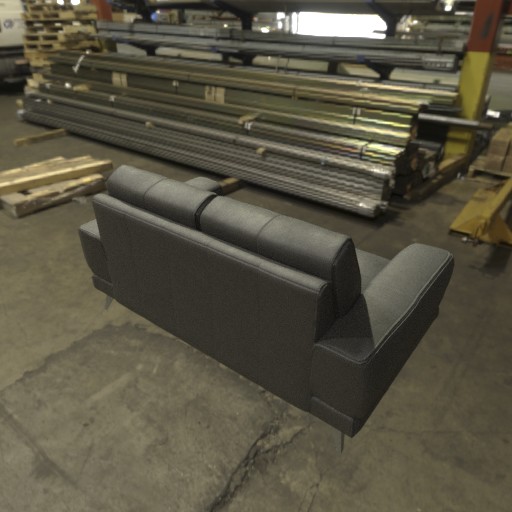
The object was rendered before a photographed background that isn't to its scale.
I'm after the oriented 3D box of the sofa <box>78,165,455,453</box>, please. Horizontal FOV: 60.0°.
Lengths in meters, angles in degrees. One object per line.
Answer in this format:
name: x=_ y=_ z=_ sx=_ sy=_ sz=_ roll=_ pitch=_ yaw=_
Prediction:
sofa: x=0.000 y=0.000 z=2.387 sx=1.806 sy=0.907 sz=1.018 roll=22 pitch=37 yaw=32
